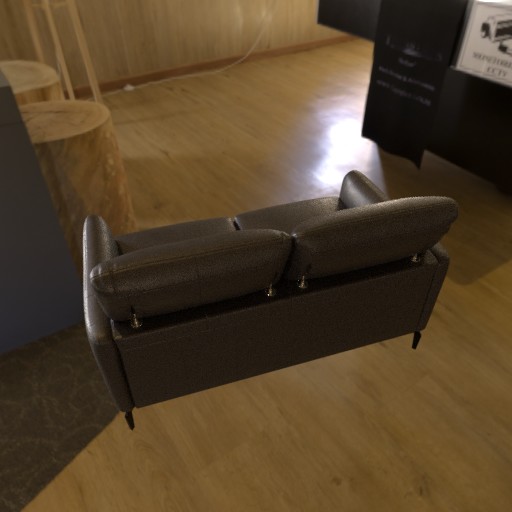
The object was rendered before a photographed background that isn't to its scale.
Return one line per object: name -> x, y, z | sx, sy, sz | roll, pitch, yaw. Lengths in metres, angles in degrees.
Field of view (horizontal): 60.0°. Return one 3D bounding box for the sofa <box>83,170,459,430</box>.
sofa -> 0.000, 0.000, 2.171 | 1.596, 0.920, 0.958 | -12, 42, -13
